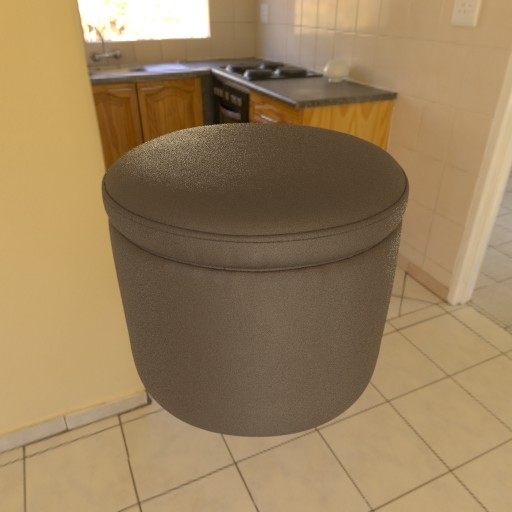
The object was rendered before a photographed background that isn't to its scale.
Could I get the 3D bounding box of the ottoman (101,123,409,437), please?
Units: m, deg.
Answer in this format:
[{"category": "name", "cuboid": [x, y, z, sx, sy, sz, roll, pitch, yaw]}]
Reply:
[{"category": "ottoman", "cuboid": [0.000, 0.000, 0.827, 0.500, 0.409, 0.500, 0, 31, 0]}]
